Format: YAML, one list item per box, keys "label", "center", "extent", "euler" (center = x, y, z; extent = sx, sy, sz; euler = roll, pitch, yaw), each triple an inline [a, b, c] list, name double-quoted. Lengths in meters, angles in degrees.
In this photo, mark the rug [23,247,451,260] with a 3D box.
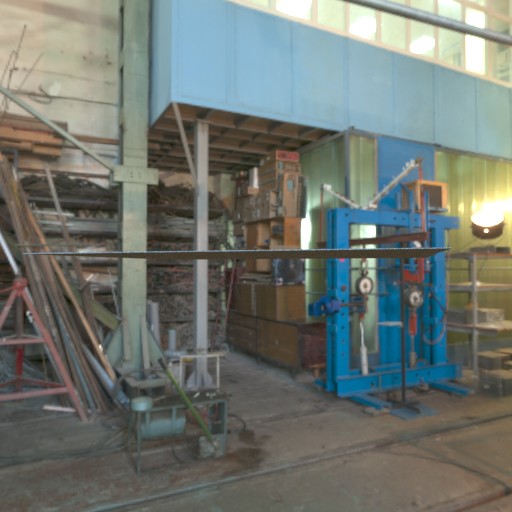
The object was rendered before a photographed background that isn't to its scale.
- label: "rug"
  center: [0.000, 0.000, 4.247]
  extent: [3.200, 0.007, 2.443]
  euler: [-1, -2, 18]
